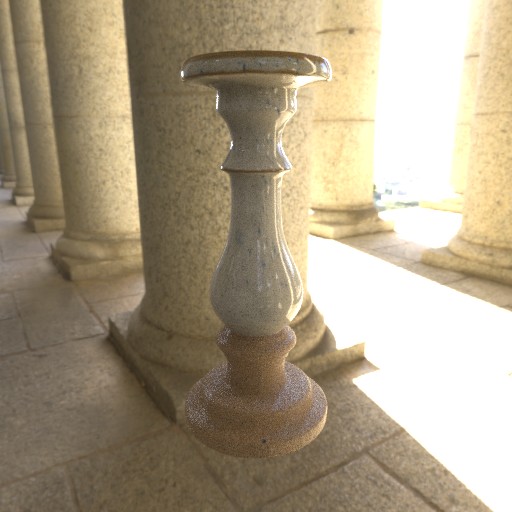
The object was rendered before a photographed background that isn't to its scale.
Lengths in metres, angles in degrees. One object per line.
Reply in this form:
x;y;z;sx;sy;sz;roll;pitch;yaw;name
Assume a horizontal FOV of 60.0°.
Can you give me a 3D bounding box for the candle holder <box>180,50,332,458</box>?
0.000;0.000;0.251;0.088;0.203;0.088;0;15;0;candle holder
